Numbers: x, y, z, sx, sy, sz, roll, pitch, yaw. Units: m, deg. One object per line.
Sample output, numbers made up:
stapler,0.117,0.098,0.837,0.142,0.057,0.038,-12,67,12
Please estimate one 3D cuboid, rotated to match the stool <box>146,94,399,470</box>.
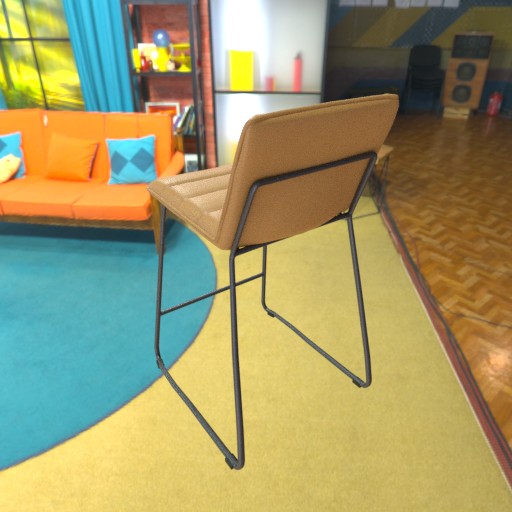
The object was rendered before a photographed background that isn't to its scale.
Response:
stool,0.000,0.000,1.190,0.489,0.866,0.524,-20,35,-31
